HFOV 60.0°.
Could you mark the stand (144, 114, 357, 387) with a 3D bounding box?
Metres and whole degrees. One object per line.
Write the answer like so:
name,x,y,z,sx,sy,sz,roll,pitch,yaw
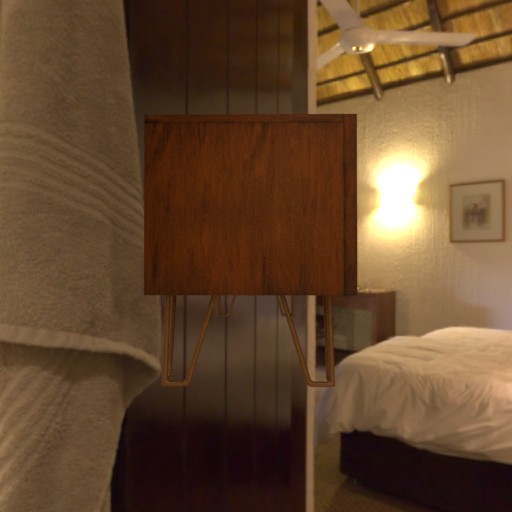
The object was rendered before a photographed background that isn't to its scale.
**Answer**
stand,0.000,0.000,1.659,0.481,0.610,1.372,0,-1,1
